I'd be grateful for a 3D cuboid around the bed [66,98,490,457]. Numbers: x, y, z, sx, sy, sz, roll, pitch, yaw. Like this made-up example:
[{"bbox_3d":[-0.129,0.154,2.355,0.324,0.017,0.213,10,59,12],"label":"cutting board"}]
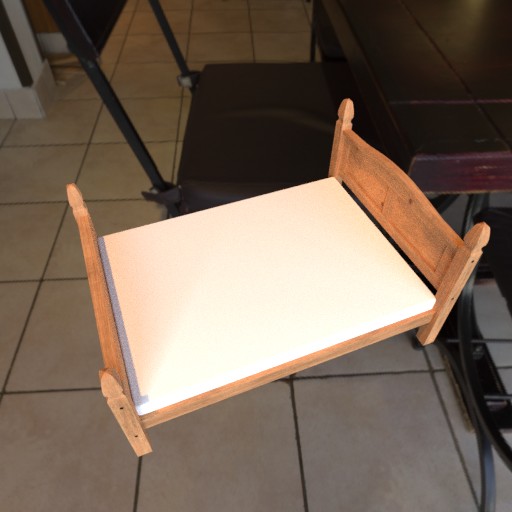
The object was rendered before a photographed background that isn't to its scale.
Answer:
[{"bbox_3d":[0.000,0.000,2.885,2.069,1.100,1.490,-16,50,-15],"label":"bed"}]
